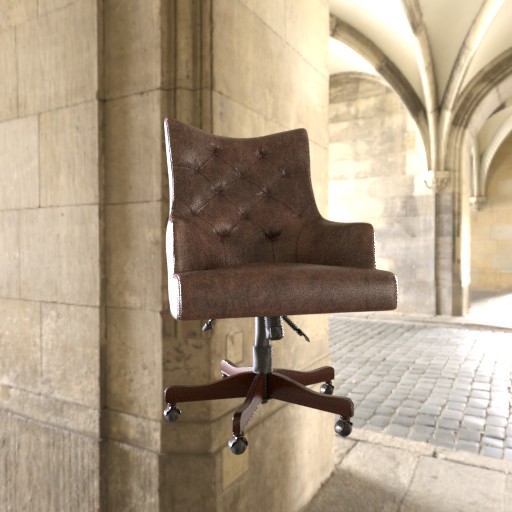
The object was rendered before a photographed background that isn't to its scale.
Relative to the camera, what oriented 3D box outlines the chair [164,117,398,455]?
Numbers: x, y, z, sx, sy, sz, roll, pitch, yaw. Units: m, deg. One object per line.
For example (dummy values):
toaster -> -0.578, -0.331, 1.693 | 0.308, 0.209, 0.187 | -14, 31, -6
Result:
chair -> 0.000, 0.000, 1.517 | 0.641, 1.035, 0.762 | 0, 1, -17
